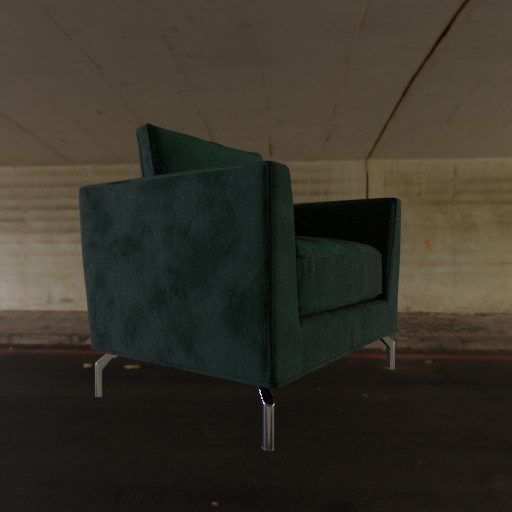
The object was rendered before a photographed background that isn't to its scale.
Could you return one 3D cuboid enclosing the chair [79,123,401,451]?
[{"bbox_3d":[0.000,0.000,1.776,0.852,0.997,1.047,1,1,35],"label":"chair"}]
